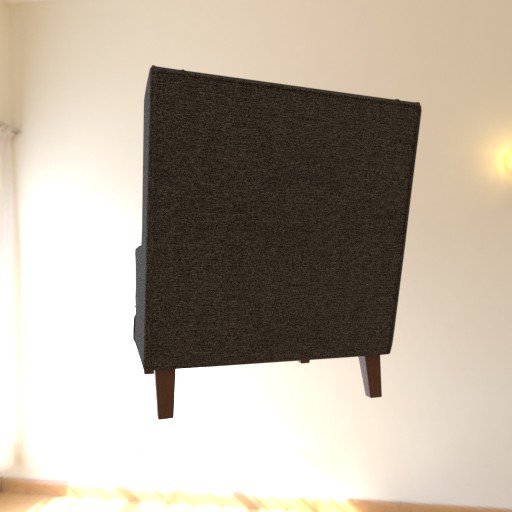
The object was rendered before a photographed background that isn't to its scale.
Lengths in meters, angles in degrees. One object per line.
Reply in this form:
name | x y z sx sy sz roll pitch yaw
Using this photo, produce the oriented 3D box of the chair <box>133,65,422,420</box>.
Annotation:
chair | 0.000 0.000 1.825 0.942 1.082 0.927 1 -2 -18
